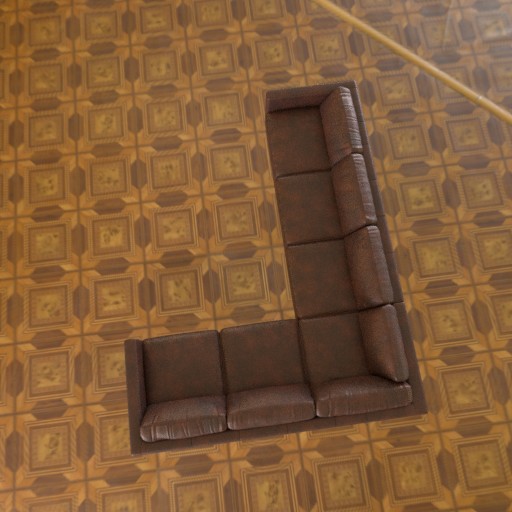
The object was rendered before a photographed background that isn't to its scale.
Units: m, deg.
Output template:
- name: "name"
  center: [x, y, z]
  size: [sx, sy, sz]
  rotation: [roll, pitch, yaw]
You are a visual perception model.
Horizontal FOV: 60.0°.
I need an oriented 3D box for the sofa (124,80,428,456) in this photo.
- name: "sofa"
  center: [0.000, 0.000, 4.214]
  size: [2.438, 0.836, 3.152]
  rotation: [-7, 76, -2]
